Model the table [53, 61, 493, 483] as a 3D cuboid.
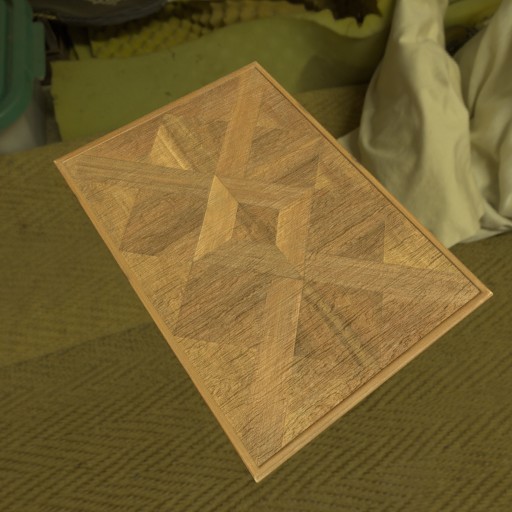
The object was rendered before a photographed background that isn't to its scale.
[{"bbox_3d":[0.000,0.000,1.664,0.877,0.492,1.238,-32,68,-15],"label":"table"}]
